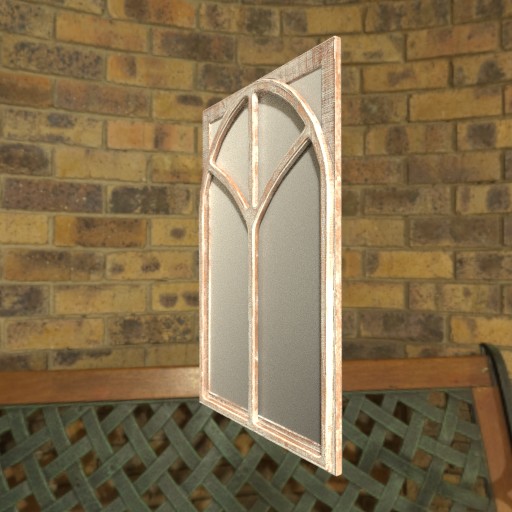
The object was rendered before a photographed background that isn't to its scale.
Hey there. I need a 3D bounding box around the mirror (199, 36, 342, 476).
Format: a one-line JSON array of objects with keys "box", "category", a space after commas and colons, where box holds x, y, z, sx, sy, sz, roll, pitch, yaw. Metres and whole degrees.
[{"box": [0.000, 0.000, 0.992, 0.058, 0.787, 0.495, 1, -1, -35], "category": "mirror"}]
